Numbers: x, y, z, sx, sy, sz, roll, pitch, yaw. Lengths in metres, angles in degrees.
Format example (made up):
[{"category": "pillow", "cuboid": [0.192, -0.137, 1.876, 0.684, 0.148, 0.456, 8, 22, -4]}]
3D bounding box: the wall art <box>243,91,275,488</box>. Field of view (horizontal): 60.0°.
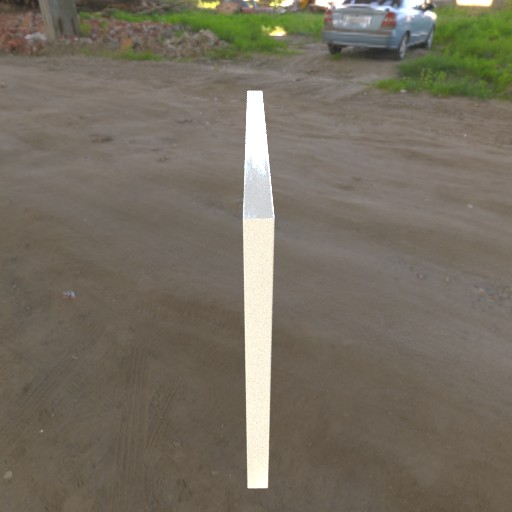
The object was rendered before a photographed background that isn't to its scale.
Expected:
[{"category": "wall art", "cuboid": [0.000, 0.000, 1.398, 0.053, 0.787, 1.041, 0, 32, 0]}]
